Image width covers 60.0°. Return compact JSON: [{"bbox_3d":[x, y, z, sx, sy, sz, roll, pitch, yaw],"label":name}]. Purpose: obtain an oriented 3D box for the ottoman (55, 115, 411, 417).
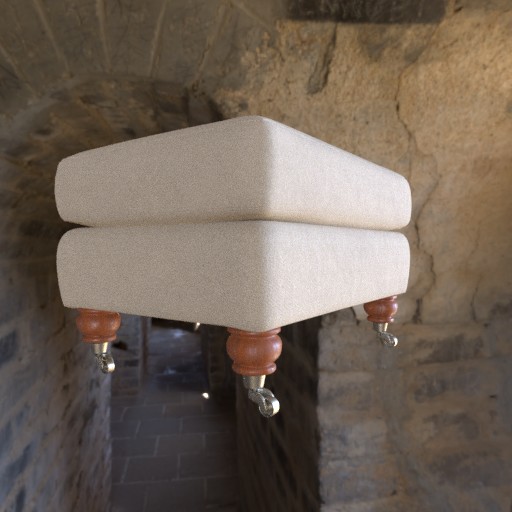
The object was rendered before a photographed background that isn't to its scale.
[{"bbox_3d":[0.000,0.000,1.108,0.569,0.504,0.773,1,1,35],"label":"ottoman"}]
